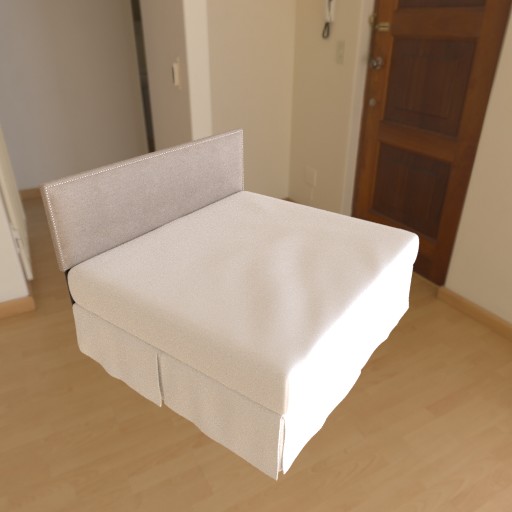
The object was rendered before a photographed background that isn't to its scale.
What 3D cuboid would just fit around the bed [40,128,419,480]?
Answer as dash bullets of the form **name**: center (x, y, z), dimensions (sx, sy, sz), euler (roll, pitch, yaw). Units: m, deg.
- **bed**: center (0.000, 0.000, 3.384), dimensions (1.914, 1.346, 2.170), euler (19, 33, 31)
